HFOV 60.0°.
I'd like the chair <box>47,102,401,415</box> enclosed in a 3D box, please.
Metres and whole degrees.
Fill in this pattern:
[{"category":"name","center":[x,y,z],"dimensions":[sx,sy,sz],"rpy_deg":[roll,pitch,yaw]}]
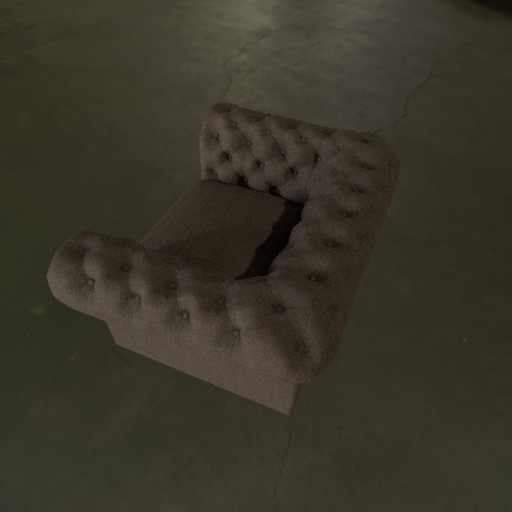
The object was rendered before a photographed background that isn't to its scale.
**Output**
[{"category":"chair","center":[0.000,0.000,1.910],"dimensions":[0.945,0.780,1.298],"rpy_deg":[17,48,16]}]
